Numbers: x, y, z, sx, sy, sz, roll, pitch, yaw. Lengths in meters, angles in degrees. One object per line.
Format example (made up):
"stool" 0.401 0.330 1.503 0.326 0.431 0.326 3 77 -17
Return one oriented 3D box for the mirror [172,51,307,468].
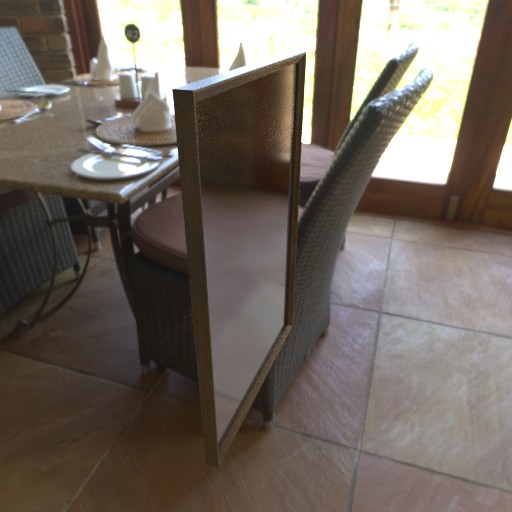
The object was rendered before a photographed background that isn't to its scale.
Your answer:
"mirror" 0.000 0.000 1.149 0.041 0.915 0.609 11 32 19
